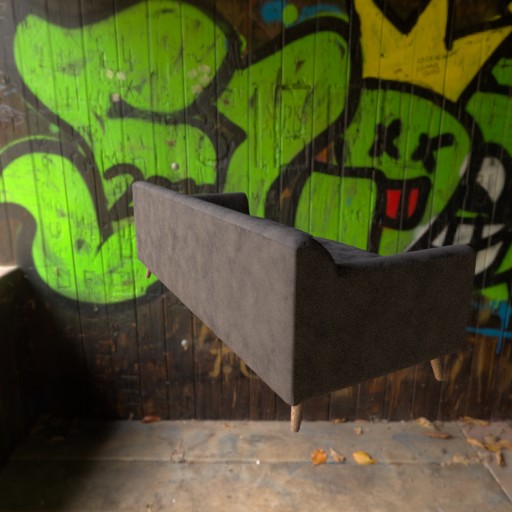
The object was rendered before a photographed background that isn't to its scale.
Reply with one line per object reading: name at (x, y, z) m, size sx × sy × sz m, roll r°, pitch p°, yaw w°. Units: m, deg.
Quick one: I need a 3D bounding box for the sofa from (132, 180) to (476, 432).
sofa at (0.000, 0.000, 2.579) m, size 0.900 × 0.740 × 2.190 m, roll -8°, pitch 17°, yaw -27°
